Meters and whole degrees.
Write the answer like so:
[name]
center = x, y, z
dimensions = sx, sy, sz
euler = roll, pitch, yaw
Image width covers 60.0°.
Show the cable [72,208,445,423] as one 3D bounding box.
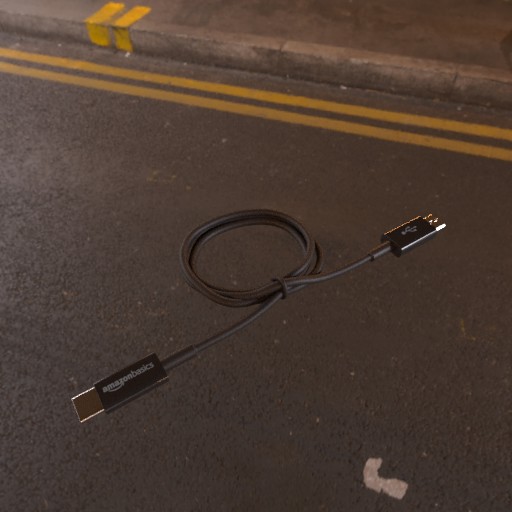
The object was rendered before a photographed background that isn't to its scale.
[cable]
center = 0.000, 0.000, 0.212
dimensions = 0.192, 0.014, 0.070
euler = -25, 52, -22
